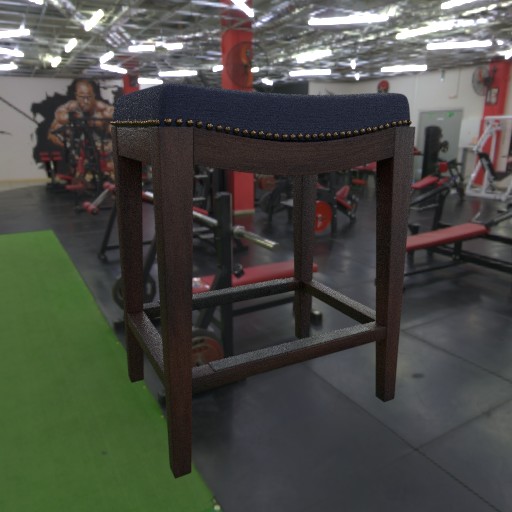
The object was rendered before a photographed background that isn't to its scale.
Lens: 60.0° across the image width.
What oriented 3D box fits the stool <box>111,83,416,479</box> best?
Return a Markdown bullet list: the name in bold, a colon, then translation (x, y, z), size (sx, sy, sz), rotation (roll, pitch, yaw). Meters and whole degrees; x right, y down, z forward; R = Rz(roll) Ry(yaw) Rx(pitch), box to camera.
- **stool**: translation (0.000, 0.000, 0.930), size (0.500, 0.642, 0.361), rotation (-8, 18, -26)
